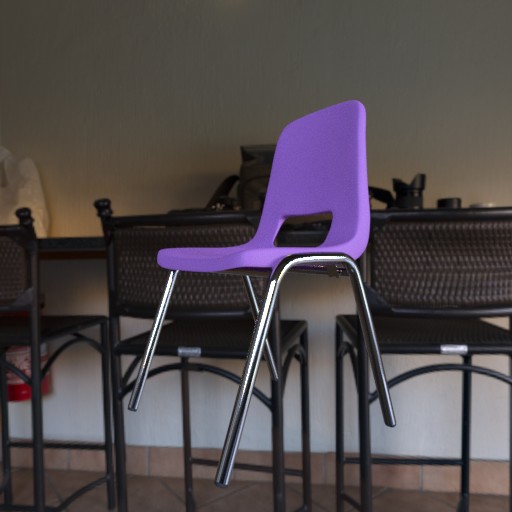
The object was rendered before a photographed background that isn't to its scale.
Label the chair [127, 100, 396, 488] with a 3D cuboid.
[{"bbox_3d":[0.000,0.000,0.670,0.301,0.493,0.291,-1,1,-35],"label":"chair"}]
